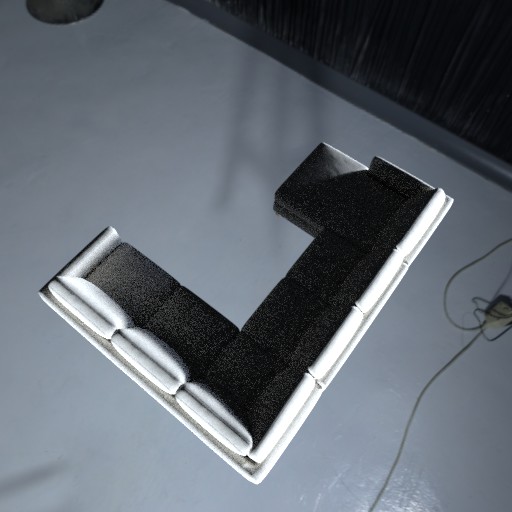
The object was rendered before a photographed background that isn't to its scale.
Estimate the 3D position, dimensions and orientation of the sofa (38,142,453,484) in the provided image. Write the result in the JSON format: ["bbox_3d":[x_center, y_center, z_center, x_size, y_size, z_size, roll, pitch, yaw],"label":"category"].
[{"bbox_3d":[0.000,0.000,4.431,2.551,0.853,3.238,35,69,16],"label":"sofa"}]
